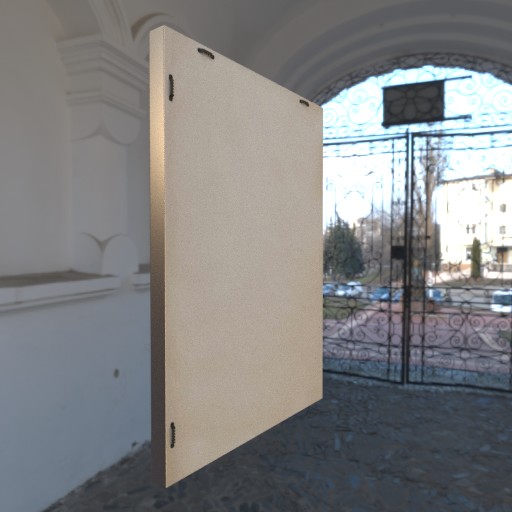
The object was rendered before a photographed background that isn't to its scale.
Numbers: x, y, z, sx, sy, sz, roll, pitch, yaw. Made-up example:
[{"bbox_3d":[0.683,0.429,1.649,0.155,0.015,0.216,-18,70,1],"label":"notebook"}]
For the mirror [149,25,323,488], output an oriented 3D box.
[{"bbox_3d":[0.000,0.000,0.891,0.040,0.710,0.507,1,2,37],"label":"mirror"}]
